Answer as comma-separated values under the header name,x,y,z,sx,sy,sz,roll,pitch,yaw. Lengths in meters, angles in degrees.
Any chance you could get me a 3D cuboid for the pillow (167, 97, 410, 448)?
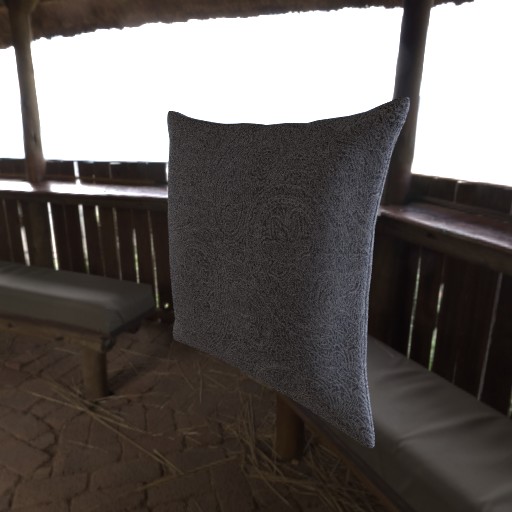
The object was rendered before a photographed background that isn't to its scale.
name,x,y,z,sx,sy,sz,roll,pitch,yaw
pillow,0.000,0.000,0.789,0.523,0.510,0.166,15,22,43
